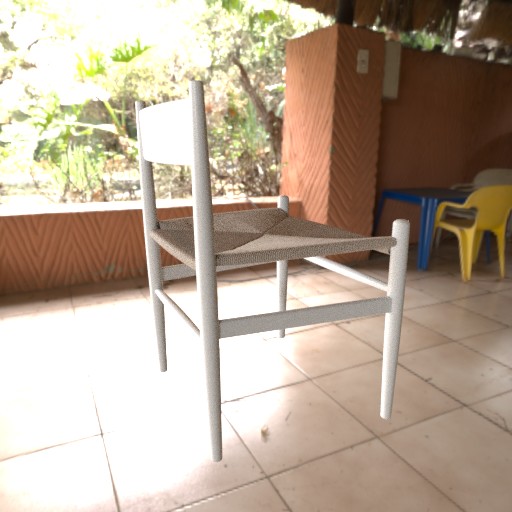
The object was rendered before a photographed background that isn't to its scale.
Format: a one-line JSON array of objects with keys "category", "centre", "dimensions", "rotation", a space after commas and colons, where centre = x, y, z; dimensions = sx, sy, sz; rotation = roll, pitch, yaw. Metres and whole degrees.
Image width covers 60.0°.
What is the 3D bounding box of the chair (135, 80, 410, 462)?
[{"category": "chair", "centre": [0.000, 0.000, 1.127], "dimensions": [0.495, 0.762, 0.556], "rotation": [-7, 16, -26]}]
